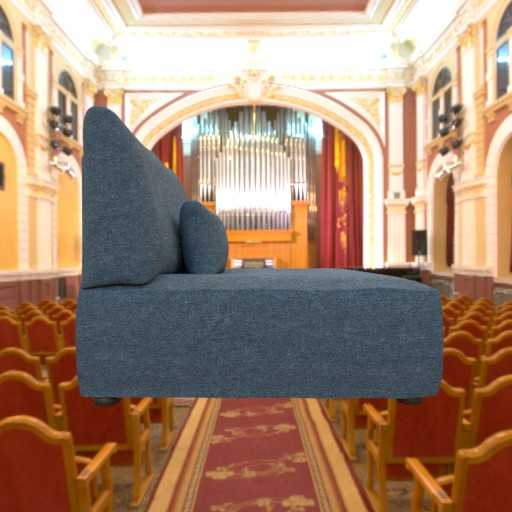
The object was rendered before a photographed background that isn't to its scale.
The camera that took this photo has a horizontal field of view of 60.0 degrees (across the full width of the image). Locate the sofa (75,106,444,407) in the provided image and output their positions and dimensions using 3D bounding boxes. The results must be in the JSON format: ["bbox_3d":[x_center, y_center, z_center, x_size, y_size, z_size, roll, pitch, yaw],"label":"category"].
[{"bbox_3d":[0.000,0.000,1.639,1.000,0.820,0.930,0,0,0],"label":"sofa"}]
